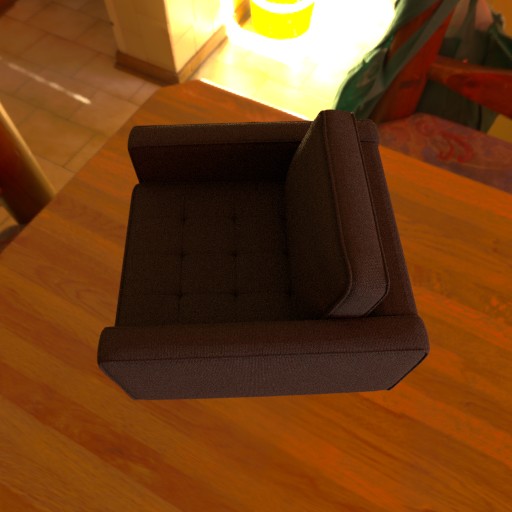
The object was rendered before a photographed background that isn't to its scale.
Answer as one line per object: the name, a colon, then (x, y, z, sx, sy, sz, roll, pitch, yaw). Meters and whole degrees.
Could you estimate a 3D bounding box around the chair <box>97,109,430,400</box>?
chair: (0.000, 0.000, 1.568, 0.919, 0.770, 0.899, -2, 60, -1)
